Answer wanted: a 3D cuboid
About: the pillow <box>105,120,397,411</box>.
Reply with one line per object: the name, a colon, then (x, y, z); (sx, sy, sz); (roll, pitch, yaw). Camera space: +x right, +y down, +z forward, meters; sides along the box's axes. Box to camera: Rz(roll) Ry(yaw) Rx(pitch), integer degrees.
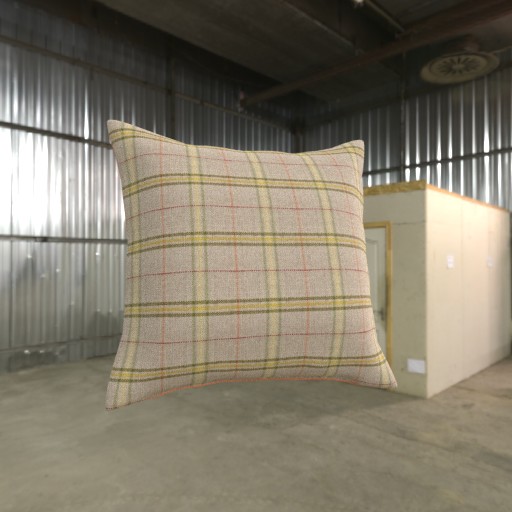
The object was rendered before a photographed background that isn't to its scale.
pillow: (0.000, 0.000, 0.705); (0.453, 0.430, 0.200); (0, 0, -17)
